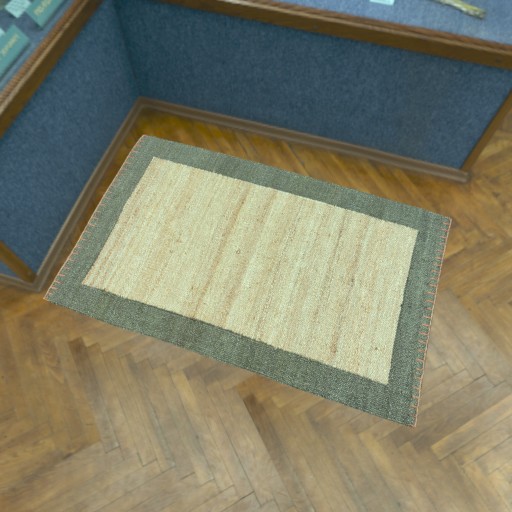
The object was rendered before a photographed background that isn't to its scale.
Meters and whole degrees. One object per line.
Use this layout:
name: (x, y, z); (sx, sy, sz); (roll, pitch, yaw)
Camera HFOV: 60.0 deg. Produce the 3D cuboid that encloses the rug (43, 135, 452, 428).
rug: (0.000, 0.000, 3.015); (2.435, 0.006, 1.521); (17, 64, 9)
